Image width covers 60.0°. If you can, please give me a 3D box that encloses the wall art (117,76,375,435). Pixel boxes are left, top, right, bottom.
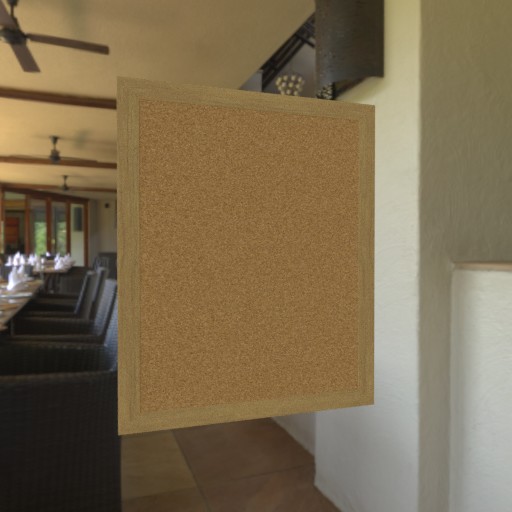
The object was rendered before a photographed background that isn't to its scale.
[{"bbox_3d":[0.000,0.000,0.771,0.460,0.561,0.020,0,1,-18],"label":"wall art"}]
